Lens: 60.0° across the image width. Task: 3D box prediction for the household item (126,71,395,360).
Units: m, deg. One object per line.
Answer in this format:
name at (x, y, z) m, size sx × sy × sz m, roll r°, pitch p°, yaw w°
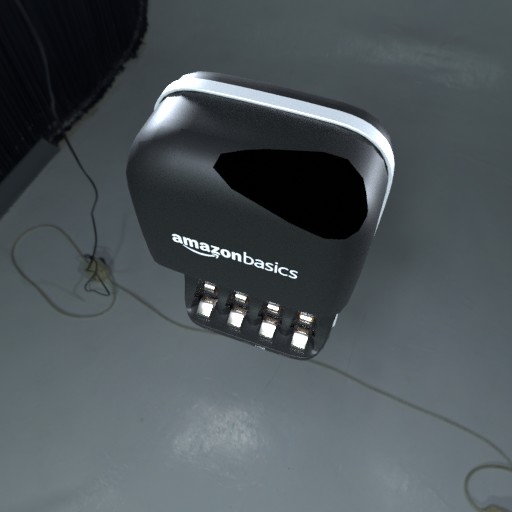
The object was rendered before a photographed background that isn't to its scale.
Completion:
household item at (0.000, 0.000, 0.151) m, size 0.070 × 0.114 × 0.038 m, roll 17°, pitch 60°, yaw 10°
